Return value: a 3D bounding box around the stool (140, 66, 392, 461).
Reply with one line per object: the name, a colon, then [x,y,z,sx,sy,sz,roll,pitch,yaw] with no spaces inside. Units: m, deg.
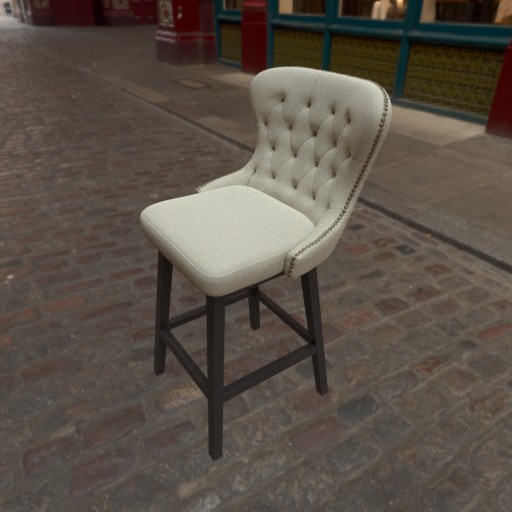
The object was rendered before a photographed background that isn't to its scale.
stool: [0.000,0.000,1.318,0.593,0.971,0.528,-20,37,-29]
